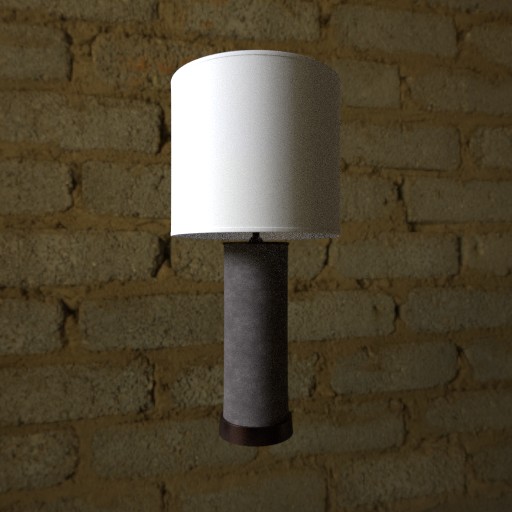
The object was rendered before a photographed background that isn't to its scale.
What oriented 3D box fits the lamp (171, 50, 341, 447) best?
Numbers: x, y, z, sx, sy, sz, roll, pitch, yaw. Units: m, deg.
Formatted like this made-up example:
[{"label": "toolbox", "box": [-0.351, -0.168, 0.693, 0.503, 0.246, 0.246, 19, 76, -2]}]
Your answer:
[{"label": "lamp", "box": [0.000, 0.000, 0.799, 0.301, 0.630, 0.301, 0, 0, 37]}]
